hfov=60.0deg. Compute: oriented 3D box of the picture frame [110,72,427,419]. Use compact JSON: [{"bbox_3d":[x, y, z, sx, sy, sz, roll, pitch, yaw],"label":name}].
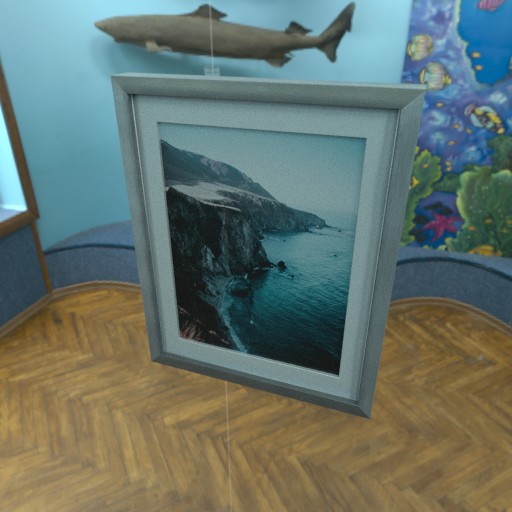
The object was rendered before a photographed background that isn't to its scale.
[{"bbox_3d":[0.000,0.000,0.746,0.449,0.555,0.046,10,29,18],"label":"picture frame"}]
